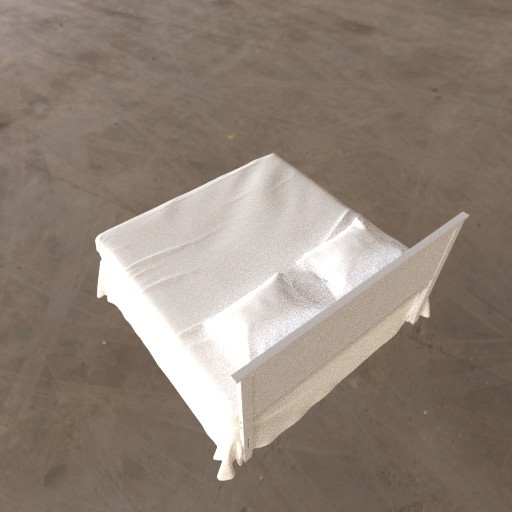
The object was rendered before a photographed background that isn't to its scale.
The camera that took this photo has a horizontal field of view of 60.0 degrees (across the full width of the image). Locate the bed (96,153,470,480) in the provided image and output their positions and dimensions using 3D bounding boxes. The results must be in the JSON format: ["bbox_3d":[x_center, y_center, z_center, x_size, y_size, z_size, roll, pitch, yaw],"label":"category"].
[{"bbox_3d":[0.000,0.000,3.654,2.317,1.273,2.215,-30,54,-25],"label":"bed"}]
